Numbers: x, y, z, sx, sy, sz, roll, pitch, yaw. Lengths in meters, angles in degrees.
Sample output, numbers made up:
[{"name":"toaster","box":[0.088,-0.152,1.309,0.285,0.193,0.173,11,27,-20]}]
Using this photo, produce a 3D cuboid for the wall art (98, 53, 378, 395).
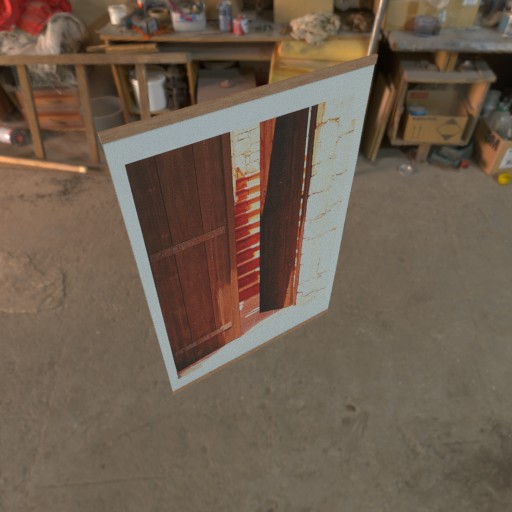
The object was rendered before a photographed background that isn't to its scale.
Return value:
[{"name":"wall art","box":[0.000,0.000,1.948,1.019,1.527,0.019,-24,51,-21]}]
